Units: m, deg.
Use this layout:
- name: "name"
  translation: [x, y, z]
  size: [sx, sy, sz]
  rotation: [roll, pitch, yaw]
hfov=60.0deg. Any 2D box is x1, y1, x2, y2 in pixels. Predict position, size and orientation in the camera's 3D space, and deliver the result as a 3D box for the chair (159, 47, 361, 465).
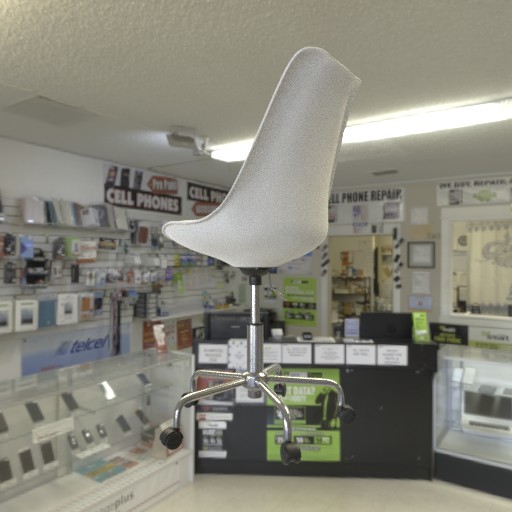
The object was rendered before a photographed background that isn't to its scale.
- name: "chair"
  translation: [0.000, 0.000, 1.232]
  size: [0.550, 0.930, 0.550]
  rotation: [0, -1, 36]
